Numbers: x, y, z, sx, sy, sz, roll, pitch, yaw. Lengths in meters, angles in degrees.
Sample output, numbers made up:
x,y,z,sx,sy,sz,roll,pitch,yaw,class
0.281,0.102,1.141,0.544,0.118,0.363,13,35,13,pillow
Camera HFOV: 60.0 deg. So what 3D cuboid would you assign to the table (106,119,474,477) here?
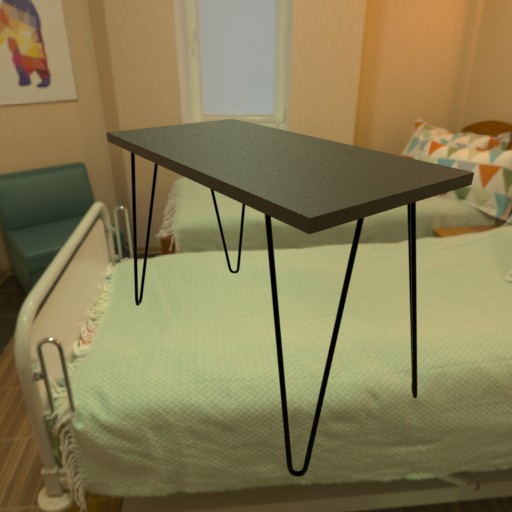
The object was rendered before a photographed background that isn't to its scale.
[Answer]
x,y,z,sx,sy,sz,roll,pitch,yaw,class
0.000,0.000,1.372,0.499,0.660,0.991,-17,31,-32,table
